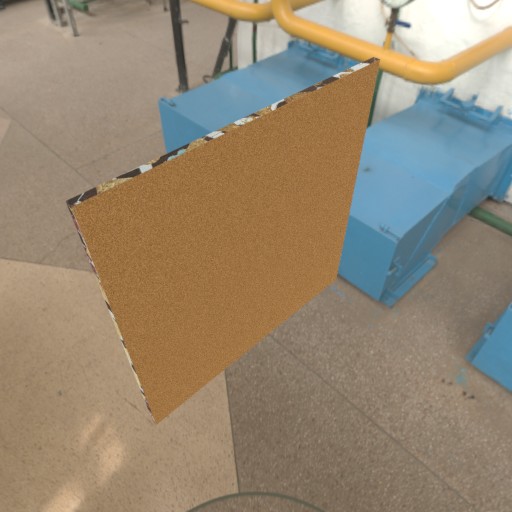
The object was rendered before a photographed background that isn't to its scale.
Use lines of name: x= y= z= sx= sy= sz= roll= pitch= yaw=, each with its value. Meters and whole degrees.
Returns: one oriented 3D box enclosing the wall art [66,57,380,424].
wall art: x=0.000 y=0.000 z=0.589 sx=0.404 sy=0.406 sz=0.010 roll=-34 pitch=55 yaw=-28
